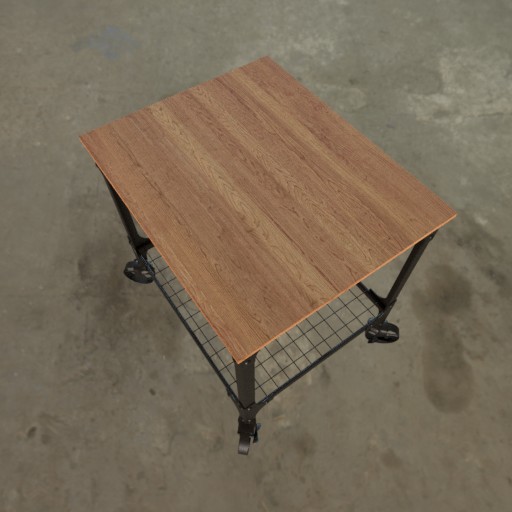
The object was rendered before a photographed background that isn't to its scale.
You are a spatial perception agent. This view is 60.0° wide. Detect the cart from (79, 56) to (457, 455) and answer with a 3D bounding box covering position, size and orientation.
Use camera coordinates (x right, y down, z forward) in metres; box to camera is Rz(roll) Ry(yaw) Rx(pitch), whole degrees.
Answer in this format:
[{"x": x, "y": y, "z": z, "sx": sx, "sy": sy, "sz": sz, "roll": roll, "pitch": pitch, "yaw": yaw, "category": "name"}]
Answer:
[{"x": 0.000, "y": 0.000, "z": 1.113, "sx": 0.558, "sy": 0.603, "sz": 0.666, "roll": -31, "pitch": 62, "yaw": -18, "category": "cart"}]
